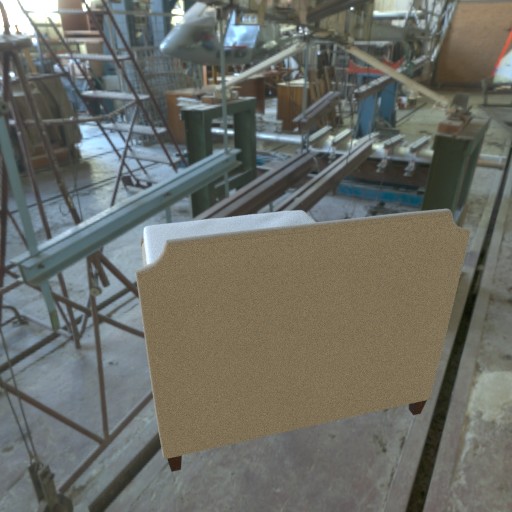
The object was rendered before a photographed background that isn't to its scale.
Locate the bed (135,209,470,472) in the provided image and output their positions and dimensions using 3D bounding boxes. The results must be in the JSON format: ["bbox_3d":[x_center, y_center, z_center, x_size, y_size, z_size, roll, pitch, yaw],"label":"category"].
[{"bbox_3d":[0.000,0.000,3.369,1.713,1.443,2.372,-7,28,-14],"label":"bed"}]
